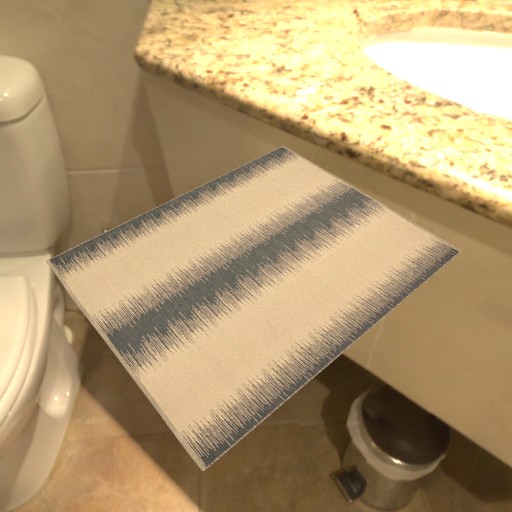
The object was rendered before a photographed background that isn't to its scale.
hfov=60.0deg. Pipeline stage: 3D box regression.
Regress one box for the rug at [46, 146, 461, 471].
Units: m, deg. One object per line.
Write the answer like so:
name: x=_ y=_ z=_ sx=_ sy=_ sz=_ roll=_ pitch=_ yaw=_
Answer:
rug: x=0.000 y=0.000 z=4.141 sx=3.037 sy=0.004 sz=2.453 roll=-32 pitch=53 yaw=-27
